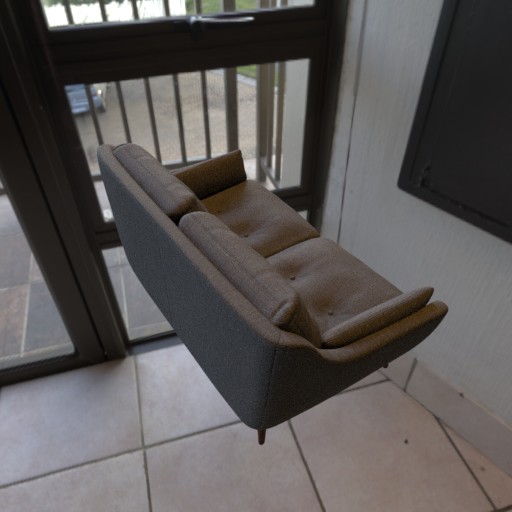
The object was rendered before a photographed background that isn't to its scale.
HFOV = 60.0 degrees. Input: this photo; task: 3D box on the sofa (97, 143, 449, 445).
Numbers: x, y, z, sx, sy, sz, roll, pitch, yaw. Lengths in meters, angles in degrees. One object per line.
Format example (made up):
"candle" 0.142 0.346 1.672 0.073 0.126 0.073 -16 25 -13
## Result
"sofa" 0.000 0.000 2.237 0.976 0.887 1.646 -25 47 -25
